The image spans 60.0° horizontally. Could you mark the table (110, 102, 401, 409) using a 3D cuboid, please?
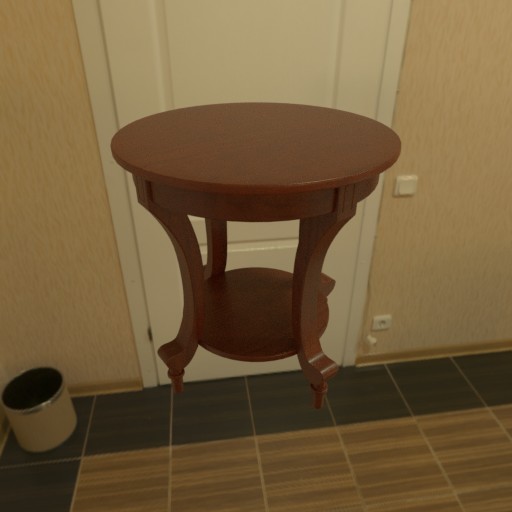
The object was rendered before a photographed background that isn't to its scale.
[{"bbox_3d":[0.000,0.000,1.099,0.597,0.612,0.597,0,31,0],"label":"table"}]
